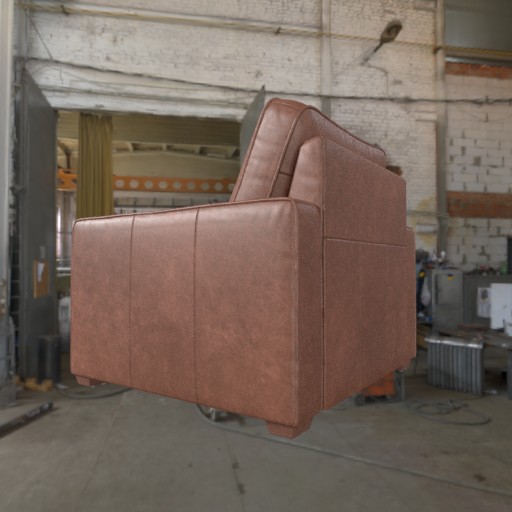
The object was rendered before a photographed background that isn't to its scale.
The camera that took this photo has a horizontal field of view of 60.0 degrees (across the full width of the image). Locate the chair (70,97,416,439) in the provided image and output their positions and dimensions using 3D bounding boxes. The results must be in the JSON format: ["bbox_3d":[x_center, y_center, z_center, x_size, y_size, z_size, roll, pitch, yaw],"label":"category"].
[{"bbox_3d":[0.000,0.000,1.704,0.940,0.919,1.017,-1,-2,35],"label":"chair"}]
